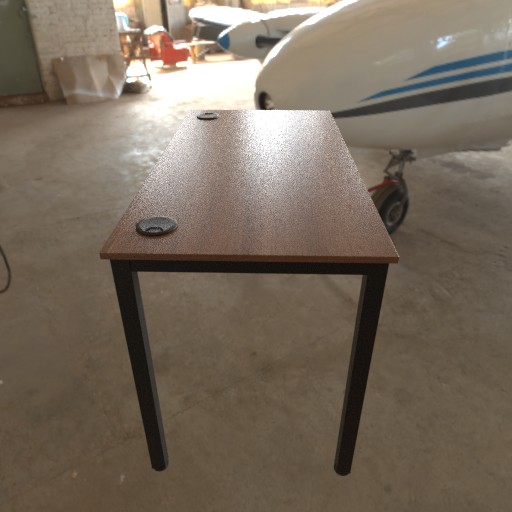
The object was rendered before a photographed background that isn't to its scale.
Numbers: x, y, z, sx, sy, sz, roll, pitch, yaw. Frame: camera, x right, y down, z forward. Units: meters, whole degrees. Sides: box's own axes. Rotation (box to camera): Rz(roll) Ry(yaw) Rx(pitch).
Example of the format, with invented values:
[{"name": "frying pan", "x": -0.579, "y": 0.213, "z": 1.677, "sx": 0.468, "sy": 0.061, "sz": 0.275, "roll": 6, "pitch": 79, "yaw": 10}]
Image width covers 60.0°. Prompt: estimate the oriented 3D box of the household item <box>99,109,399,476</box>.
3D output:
[{"name": "household item", "x": 0.000, "y": 0.000, "z": 1.589, "sx": 0.600, "sy": 0.750, "sz": 1.200, "roll": 1, "pitch": 31, "yaw": 1}]
